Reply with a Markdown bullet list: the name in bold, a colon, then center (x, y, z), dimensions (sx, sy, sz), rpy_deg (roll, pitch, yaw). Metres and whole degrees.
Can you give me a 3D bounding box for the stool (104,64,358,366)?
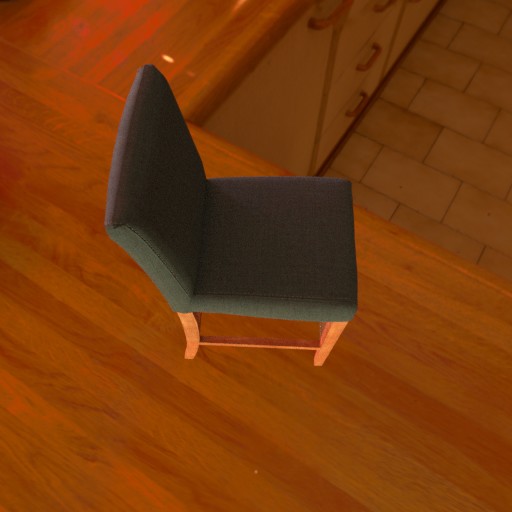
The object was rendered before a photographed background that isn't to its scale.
- **stool**: center (0.000, 0.000, 1.380), dimensions (0.574, 1.088, 0.454), rpy_deg (2, 64, 1)
